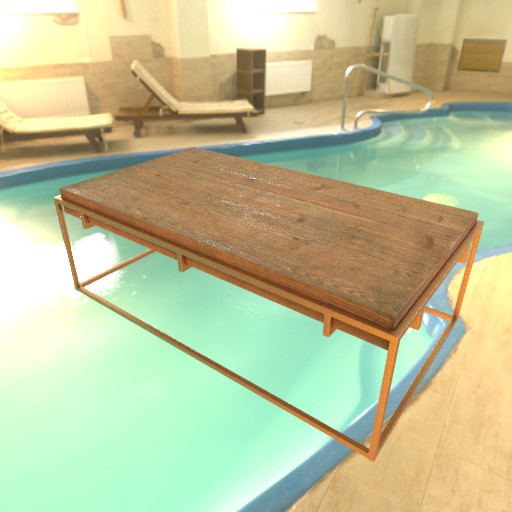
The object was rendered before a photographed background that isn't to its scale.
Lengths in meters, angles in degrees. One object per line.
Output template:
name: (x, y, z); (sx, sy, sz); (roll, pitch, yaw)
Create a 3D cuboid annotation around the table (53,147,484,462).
table: (0.000, 0.000, 1.717); (1.387, 0.468, 0.775); (20, 35, 32)
